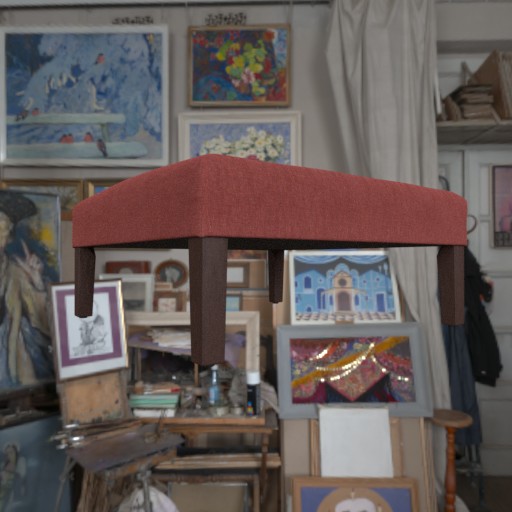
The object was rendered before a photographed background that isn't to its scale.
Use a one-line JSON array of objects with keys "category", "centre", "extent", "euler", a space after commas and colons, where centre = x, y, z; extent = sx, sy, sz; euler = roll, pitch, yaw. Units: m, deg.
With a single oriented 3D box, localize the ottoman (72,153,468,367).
[{"category": "ottoman", "centre": [0.000, 0.000, 1.388], "extent": [0.889, 0.411, 0.890], "euler": [0, -1, -36]}]
